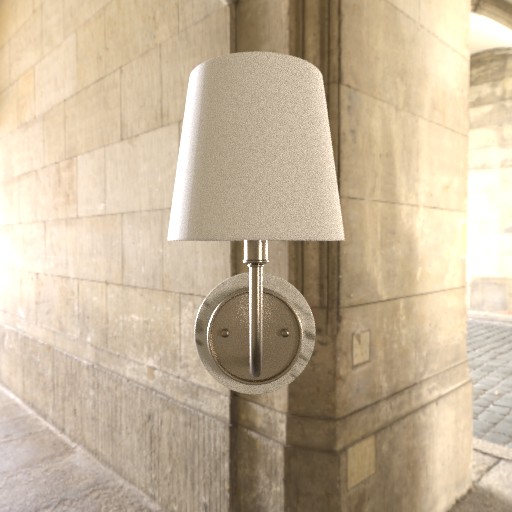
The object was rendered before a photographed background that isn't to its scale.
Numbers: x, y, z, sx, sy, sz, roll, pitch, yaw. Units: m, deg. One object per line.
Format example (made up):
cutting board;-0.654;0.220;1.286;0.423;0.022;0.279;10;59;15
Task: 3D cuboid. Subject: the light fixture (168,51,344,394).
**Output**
light fixture;0.000;0.000;0.437;0.168;0.337;0.188;0;2;-1
